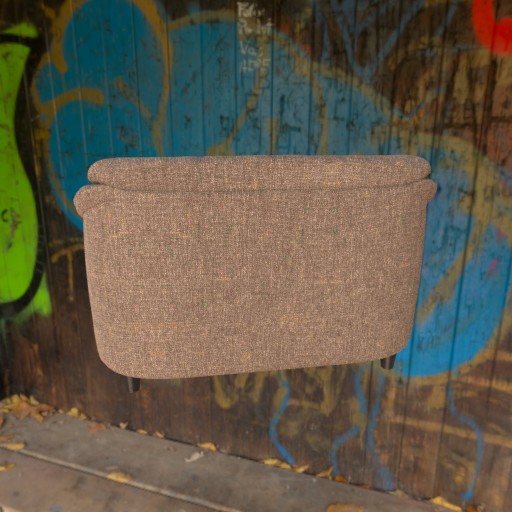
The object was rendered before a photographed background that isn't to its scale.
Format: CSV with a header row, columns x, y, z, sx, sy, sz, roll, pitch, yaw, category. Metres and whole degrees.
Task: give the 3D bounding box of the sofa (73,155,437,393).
x,y,z,sx,sy,sz,roll,pitch,yaw,category
0.000,0.000,1.939,1.404,0.895,0.799,-3,16,-9,sofa
